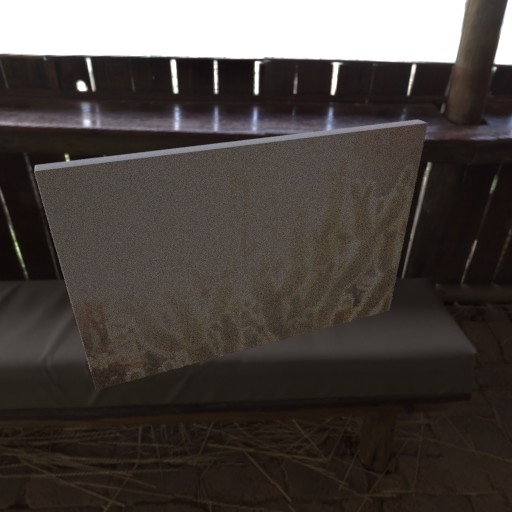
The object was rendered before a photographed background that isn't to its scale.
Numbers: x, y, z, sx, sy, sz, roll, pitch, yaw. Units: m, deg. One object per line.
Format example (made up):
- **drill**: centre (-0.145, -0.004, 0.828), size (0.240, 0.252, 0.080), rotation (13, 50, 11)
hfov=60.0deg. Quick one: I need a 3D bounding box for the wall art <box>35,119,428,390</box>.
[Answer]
- **wall art**: centre (0.000, 0.000, 1.157), size (0.916, 0.608, 0.040), rotation (-12, 34, -18)
